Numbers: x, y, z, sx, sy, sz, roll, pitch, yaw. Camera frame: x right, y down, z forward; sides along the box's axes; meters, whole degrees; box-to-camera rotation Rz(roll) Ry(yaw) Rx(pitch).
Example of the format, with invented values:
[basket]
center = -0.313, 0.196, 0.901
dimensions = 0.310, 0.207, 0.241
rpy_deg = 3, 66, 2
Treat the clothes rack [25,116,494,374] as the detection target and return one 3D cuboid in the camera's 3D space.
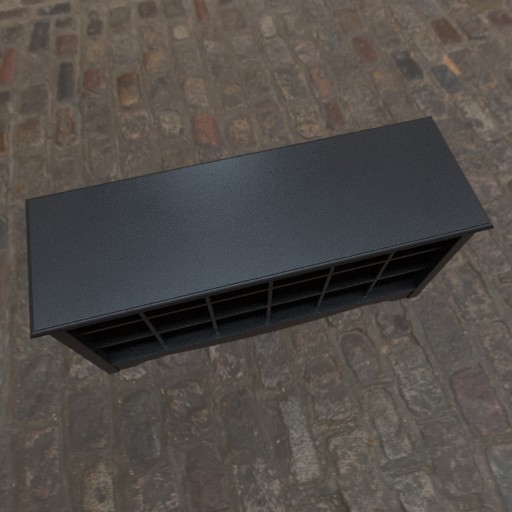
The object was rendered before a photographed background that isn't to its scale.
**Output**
[clothes rack]
center = 0.000, 0.000, 1.451
dimensions = 1.219, 0.556, 0.406
rpy_deg = -13, 65, -6
